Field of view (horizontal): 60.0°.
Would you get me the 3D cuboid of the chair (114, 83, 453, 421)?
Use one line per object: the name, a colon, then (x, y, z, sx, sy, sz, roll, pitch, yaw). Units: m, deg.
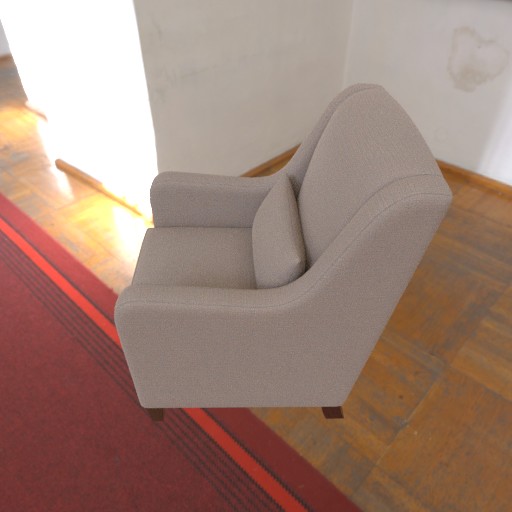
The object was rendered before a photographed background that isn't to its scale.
chair: (0.000, 0.000, 1.567, 0.896, 1.017, 0.715, -1, 41, -1)
